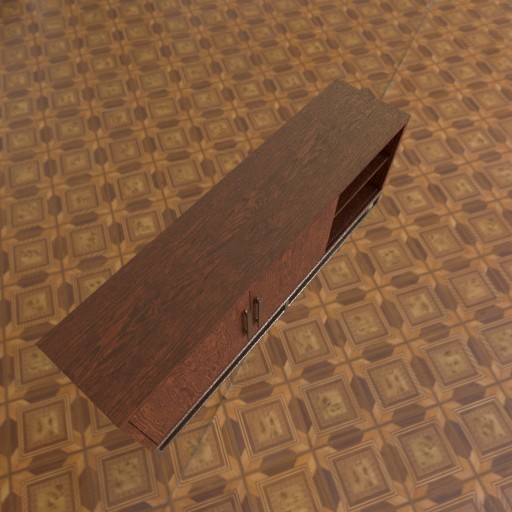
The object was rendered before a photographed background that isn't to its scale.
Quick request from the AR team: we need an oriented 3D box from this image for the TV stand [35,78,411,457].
[{"bbox_3d":[0.000,0.000,1.769,0.382,0.578,1.541,35,65,19],"label":"TV stand"}]
